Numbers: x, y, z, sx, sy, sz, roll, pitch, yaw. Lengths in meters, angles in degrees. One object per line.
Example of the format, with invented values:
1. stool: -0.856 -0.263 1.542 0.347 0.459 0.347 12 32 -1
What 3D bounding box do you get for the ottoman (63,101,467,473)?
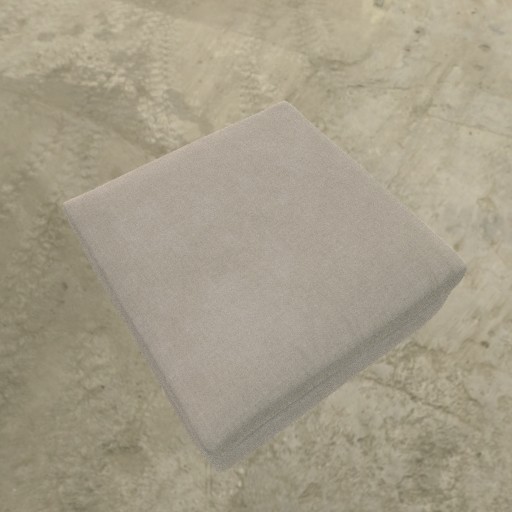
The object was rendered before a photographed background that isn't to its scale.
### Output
1. ottoman: 0.000 0.000 1.842 1.171 0.517 1.203 -30 62 -18
